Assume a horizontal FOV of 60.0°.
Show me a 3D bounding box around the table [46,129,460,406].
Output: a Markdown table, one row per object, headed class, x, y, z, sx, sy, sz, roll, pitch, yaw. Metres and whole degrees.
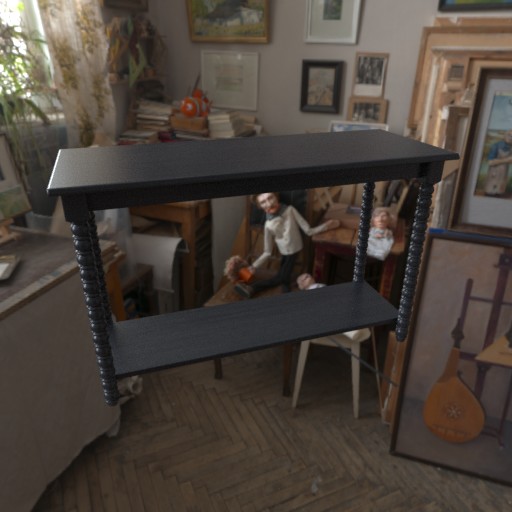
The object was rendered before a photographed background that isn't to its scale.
| class | x | y | z | sx | sy | sz | roll | pitch | yaw |
| --- | --- | --- | --- | --- | --- | --- | --- | --- | --- |
| table | 0.000 | 0.000 | 1.555 | 1.184 | 0.735 | 0.459 | -8 | 27 | -16 |
